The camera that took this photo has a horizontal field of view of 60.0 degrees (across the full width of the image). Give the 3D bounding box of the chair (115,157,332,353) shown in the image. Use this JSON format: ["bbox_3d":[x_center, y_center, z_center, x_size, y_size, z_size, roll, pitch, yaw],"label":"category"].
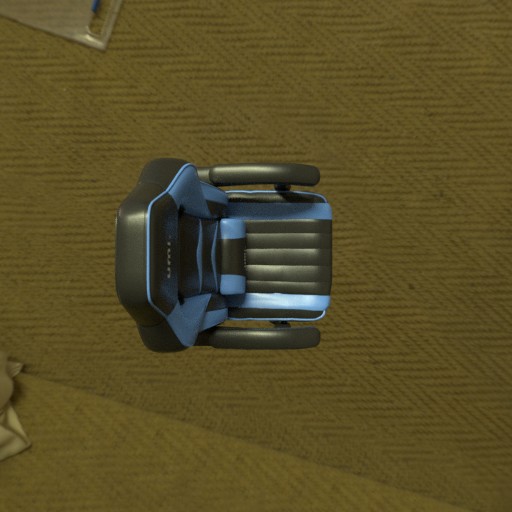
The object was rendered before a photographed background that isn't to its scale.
[{"bbox_3d":[0.000,0.000,1.676,0.700,1.280,0.700,0,89,-1],"label":"chair"}]
